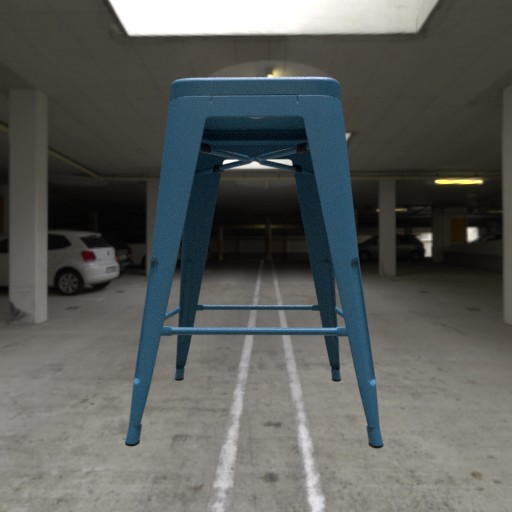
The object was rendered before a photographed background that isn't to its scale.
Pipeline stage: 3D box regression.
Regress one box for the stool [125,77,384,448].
[{"bbox_3d":[0.000,0.000,0.901,0.410,0.608,0.410,0,-1,1],"label":"stool"}]
